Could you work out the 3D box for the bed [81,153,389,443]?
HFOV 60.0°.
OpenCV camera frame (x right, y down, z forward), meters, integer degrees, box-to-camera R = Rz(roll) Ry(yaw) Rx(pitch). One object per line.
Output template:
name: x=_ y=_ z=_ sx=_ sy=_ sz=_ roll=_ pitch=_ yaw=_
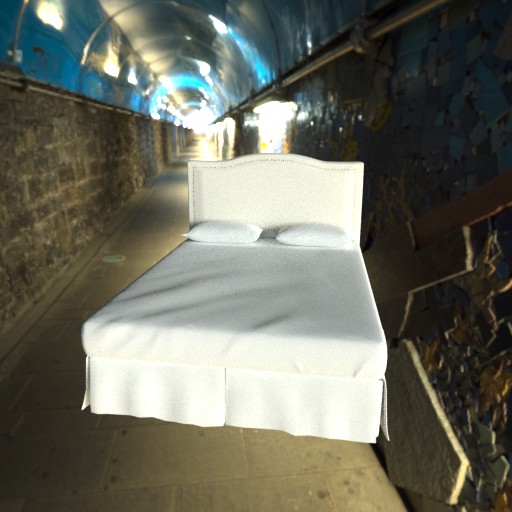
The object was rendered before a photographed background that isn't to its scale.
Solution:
bed: x=0.000 y=0.000 z=3.410 sx=1.821 sy=1.436 sz=2.282 roll=2 pitch=16 yaw=8
